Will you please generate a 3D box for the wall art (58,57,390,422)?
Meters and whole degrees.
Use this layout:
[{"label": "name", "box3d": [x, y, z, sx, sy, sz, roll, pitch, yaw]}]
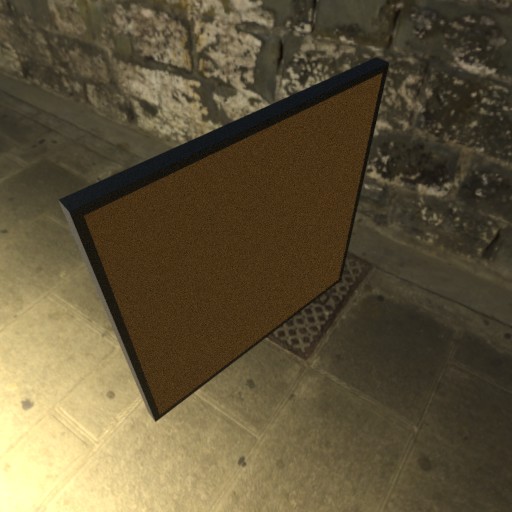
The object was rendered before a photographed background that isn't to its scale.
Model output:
[{"label": "wall art", "box3d": [0.000, 0.000, 1.111, 0.763, 0.763, 0.038, -33, 55, -27]}]
